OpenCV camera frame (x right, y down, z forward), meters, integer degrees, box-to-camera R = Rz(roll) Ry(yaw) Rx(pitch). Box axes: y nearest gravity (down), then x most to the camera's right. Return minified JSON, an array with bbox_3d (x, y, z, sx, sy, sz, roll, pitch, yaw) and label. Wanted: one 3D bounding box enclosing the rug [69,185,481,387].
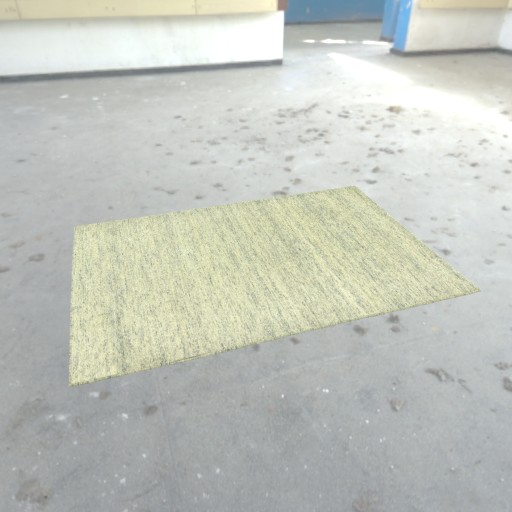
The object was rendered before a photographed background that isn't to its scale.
[{"bbox_3d":[0.000,0.000,2.346,1.846,0.014,1.243,-10,35,-15],"label":"rug"}]
